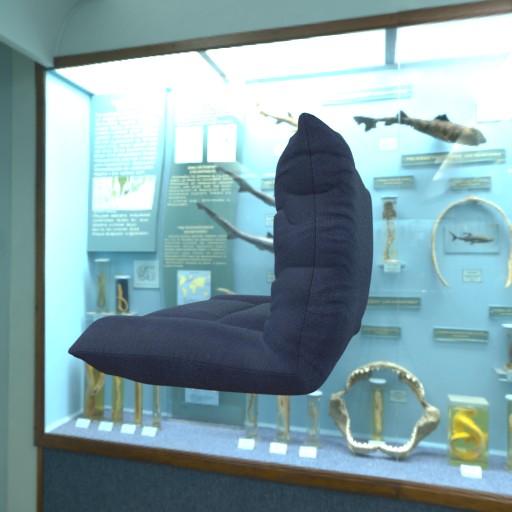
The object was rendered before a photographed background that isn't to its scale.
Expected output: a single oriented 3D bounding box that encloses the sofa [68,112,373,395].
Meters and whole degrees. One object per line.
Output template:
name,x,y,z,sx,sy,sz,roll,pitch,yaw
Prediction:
sofa,0.000,0.000,1.733,0.849,0.778,1.122,0,-1,18
